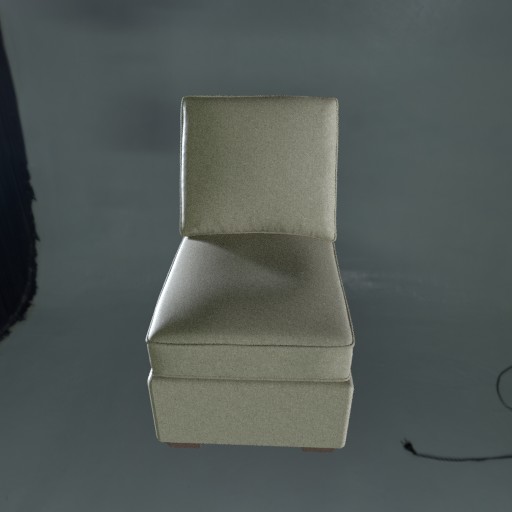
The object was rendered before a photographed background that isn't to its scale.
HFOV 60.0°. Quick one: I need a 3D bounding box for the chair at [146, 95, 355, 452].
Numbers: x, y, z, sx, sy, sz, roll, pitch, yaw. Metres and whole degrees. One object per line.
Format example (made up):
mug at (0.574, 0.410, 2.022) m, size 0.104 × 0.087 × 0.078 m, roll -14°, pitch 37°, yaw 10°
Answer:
chair at (0.000, 0.000, 1.707) m, size 0.674 × 1.058 × 1.020 m, roll 1°, pitch 30°, yaw 2°
